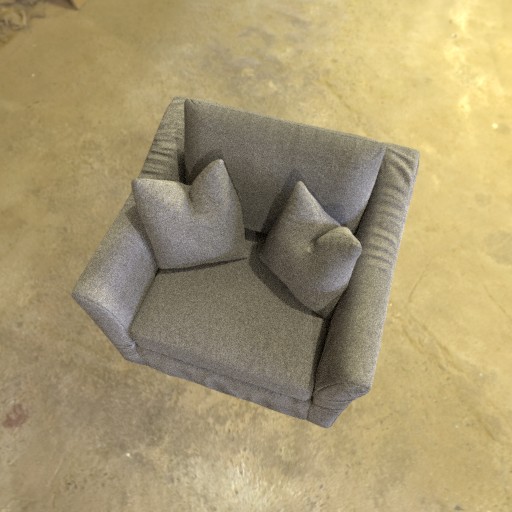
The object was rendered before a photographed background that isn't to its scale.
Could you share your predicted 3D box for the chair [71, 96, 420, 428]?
[{"bbox_3d":[0.000,0.000,2.059,1.194,1.059,1.071,16,59,10],"label":"chair"}]
